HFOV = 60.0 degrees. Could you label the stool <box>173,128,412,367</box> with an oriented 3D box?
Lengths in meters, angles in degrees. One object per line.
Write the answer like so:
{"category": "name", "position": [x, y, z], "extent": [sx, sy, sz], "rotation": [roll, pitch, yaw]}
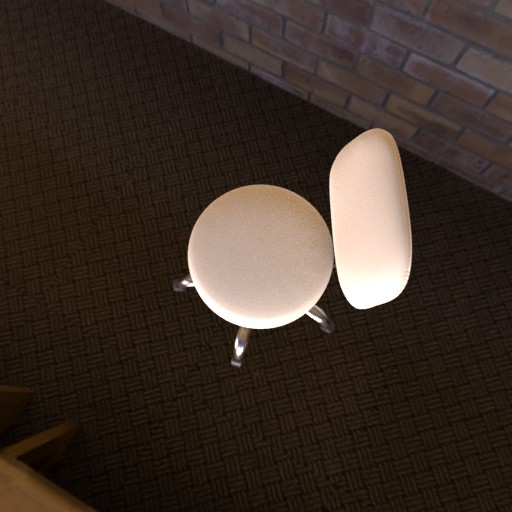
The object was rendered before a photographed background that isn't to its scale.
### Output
{"category": "stool", "position": [0.000, 0.000, 1.281], "extent": [0.616, 0.810, 0.609], "rotation": [-2, 75, -1]}
